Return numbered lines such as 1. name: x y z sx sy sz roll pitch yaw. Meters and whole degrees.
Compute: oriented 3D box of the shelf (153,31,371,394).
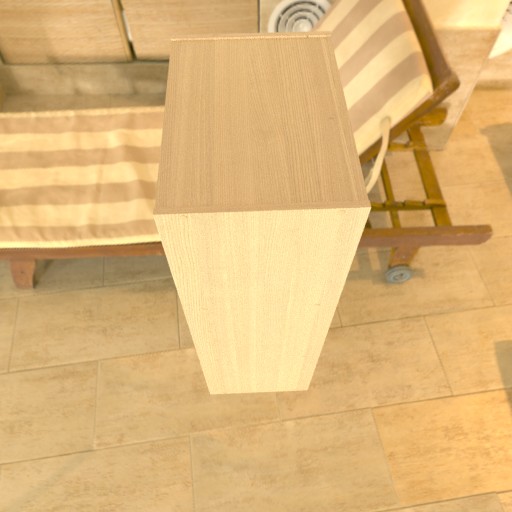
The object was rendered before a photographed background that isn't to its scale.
1. shelf: 0.000 0.000 1.073 0.292 0.876 0.417 -2 58 -1
